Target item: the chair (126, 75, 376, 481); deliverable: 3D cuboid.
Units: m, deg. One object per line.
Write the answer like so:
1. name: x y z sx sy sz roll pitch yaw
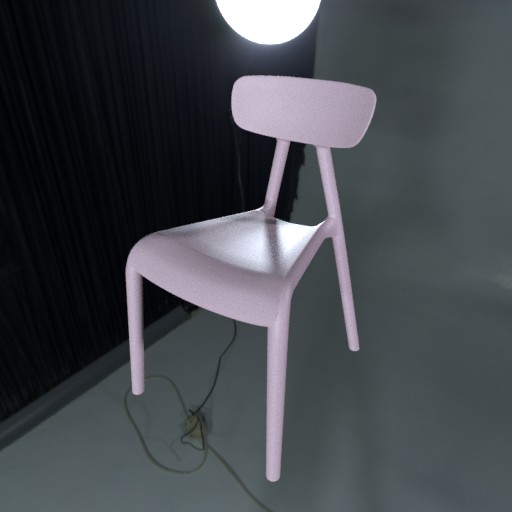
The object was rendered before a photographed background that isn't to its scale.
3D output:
1. chair: 0.000 0.000 0.828 0.356 0.580 0.401 19 35 30
